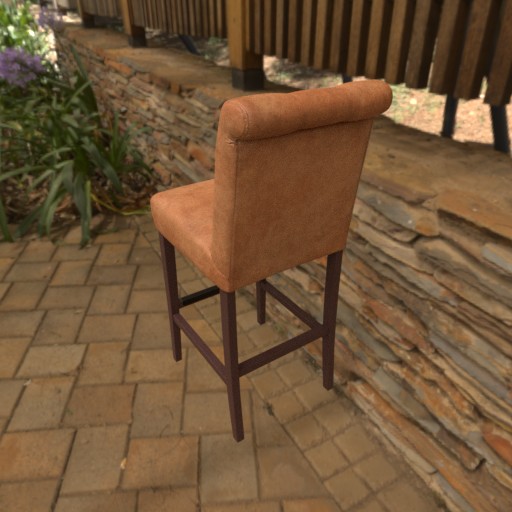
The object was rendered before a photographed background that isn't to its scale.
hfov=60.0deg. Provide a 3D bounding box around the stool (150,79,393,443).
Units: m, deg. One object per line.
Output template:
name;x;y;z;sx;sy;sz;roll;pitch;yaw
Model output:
stool;0.000;0.000;1.484;0.493;1.140;0.601;-19;36;-29
